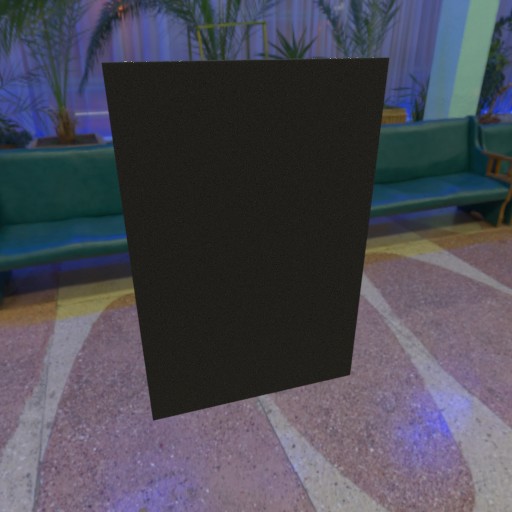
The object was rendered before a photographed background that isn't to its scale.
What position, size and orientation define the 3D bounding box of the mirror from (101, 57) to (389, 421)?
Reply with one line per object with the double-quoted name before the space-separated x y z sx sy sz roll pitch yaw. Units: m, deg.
"mirror" 0.000 0.000 1.125 0.613 0.914 0.039 -8 28 -16
